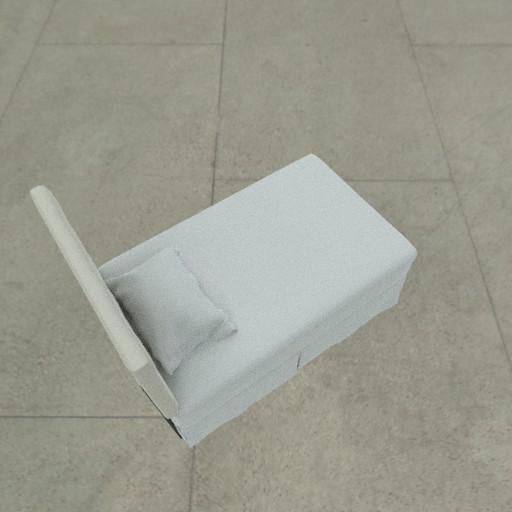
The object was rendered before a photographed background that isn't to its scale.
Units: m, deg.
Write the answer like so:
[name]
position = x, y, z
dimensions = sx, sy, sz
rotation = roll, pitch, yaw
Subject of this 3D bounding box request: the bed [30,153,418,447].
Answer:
[bed]
position = 0.000, 0.000, 2.908
dimensions = 1.997, 1.571, 1.261
rotation = -31, 63, -18
